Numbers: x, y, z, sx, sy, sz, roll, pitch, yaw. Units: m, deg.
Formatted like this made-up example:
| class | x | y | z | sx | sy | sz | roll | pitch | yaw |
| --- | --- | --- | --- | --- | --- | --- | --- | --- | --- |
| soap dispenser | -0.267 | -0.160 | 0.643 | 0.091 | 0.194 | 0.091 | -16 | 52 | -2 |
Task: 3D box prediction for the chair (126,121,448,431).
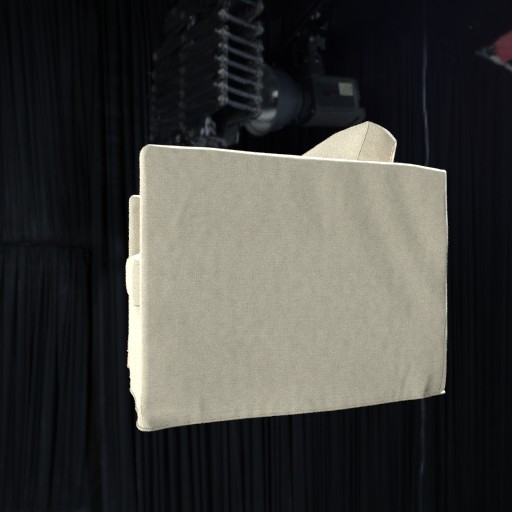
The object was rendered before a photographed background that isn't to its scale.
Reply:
| class | x | y | z | sx | sy | sz | roll | pitch | yaw |
| --- | --- | --- | --- | --- | --- | --- | --- | --- | --- |
| chair | 0.000 | 0.000 | 1.712 | 0.949 | 0.867 | 1.057 | 0 | 0 | -18 |
